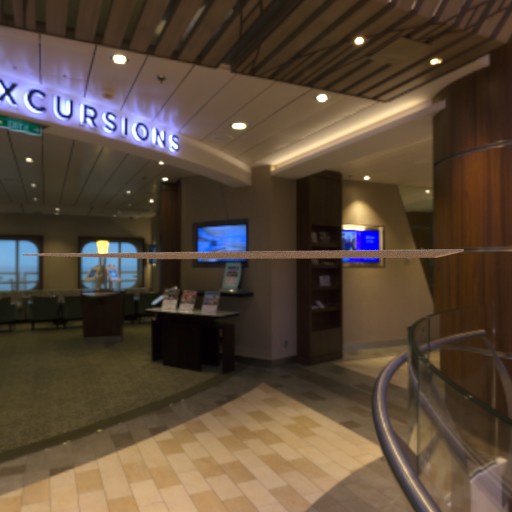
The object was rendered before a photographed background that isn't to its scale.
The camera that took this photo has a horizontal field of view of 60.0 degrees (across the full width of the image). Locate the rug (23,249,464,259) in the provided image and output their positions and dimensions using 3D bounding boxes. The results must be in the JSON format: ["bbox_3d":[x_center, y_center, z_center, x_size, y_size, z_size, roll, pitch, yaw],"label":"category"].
[{"bbox_3d":[0.000,0.000,2.301,1.827,0.006,1.221,0,-1,19],"label":"rug"}]
